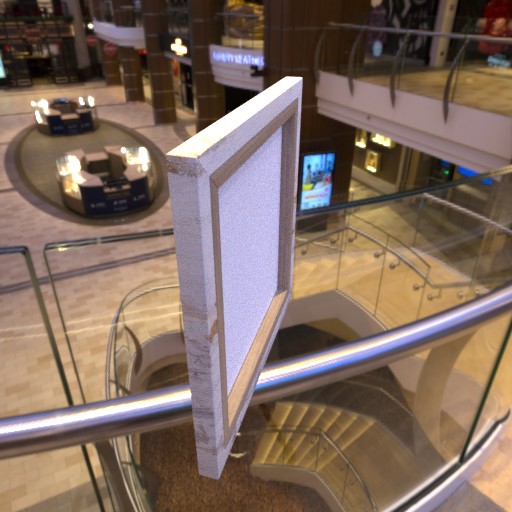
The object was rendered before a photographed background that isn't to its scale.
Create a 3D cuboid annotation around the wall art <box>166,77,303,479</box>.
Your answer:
[{"bbox_3d":[0.000,0.000,0.923,0.040,0.613,0.611,9,31,14],"label":"wall art"}]
